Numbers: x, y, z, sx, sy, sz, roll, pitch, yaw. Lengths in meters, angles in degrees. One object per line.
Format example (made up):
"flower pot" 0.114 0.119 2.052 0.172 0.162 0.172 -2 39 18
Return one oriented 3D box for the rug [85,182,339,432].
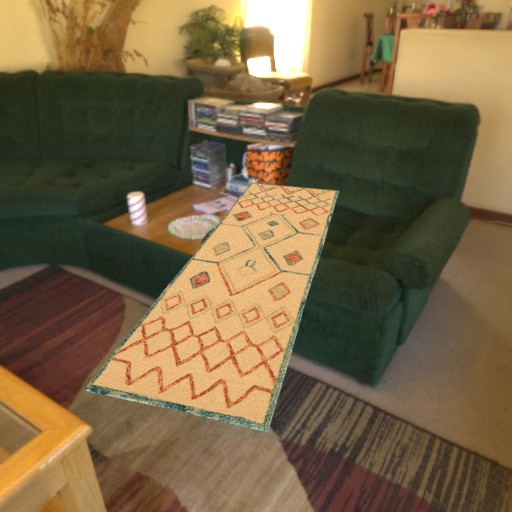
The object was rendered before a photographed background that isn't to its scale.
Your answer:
"rug" 0.000 0.000 2.691 0.750 0.011 2.435 8 30 13
